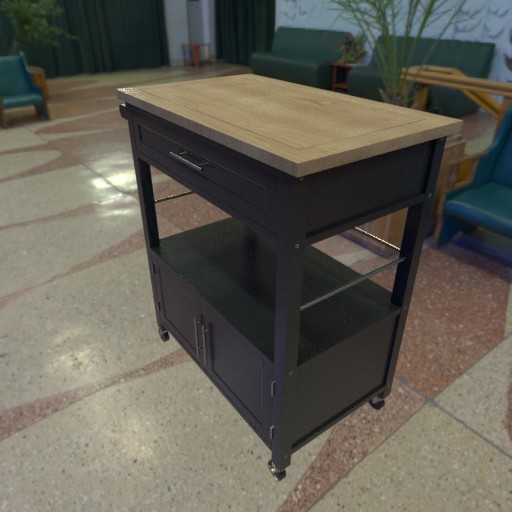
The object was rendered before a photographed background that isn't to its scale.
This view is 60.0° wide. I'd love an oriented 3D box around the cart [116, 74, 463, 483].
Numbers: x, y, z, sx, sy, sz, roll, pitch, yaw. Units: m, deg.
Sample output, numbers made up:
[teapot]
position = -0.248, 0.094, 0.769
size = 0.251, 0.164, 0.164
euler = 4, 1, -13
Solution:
[cart]
position = 0.000, 0.000, 1.330
size = 0.459, 0.901, 0.840
euler = -21, 36, -31
